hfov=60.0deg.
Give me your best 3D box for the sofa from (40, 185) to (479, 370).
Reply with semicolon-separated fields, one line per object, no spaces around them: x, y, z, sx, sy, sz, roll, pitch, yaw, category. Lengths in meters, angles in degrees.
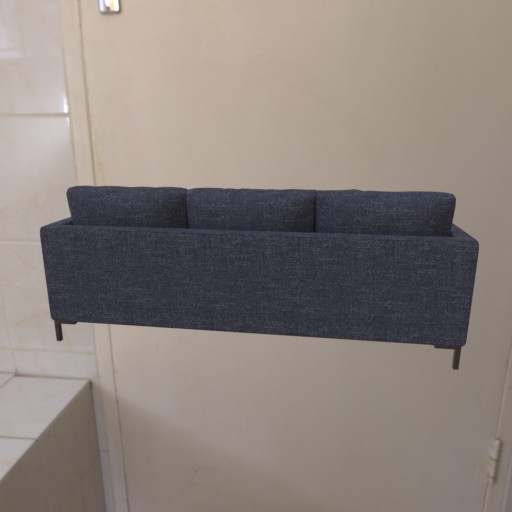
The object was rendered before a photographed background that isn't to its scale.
0.000;0.000;2.651;2.218;0.874;0.859;2;16;8;sofa
